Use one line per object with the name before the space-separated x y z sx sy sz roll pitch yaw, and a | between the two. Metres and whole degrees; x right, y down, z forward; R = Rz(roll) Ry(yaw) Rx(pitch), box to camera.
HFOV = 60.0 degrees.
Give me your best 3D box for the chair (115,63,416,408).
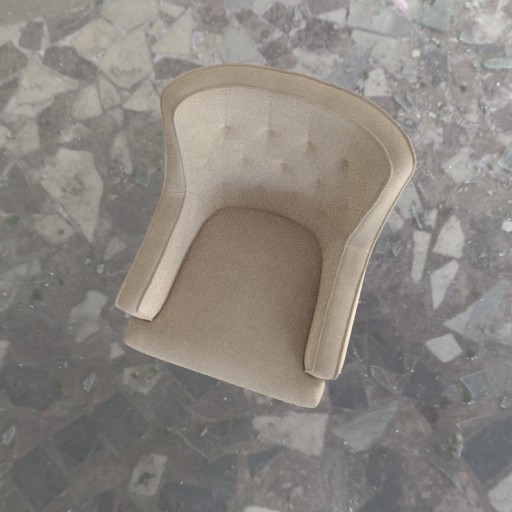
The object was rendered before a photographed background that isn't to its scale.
chair | 0.000 0.000 1.620 0.781 0.920 0.910 17 75 5
